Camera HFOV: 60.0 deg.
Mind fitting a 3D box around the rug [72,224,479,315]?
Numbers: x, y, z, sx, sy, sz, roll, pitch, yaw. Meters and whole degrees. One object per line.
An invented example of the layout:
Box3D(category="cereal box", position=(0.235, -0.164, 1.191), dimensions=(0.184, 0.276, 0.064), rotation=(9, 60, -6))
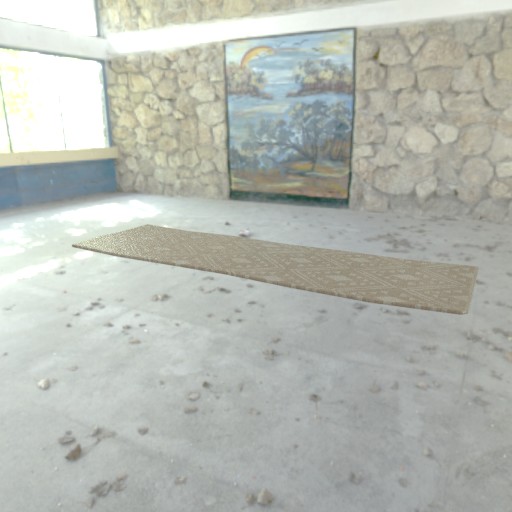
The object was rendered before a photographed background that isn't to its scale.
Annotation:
Box3D(category="rug", position=(0.000, 0.000, 2.753), dimensions=(2.452, 0.051, 0.752), rotation=(9, 19, 28))
